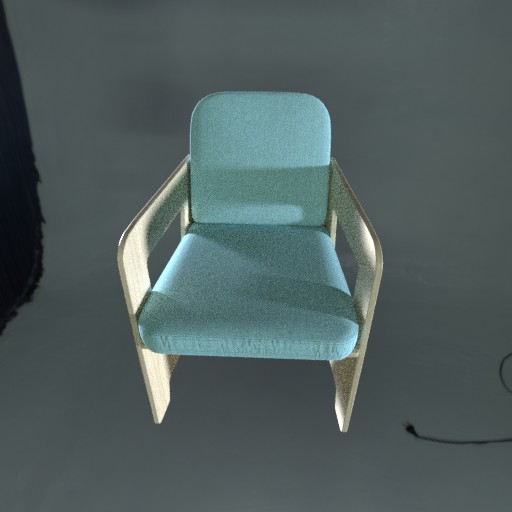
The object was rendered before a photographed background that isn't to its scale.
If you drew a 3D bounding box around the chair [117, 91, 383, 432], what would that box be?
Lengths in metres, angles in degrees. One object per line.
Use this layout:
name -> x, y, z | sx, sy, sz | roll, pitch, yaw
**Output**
chair -> 0.000, 0.000, 1.299 | 0.590, 0.800, 0.710 | 2, 32, 3
